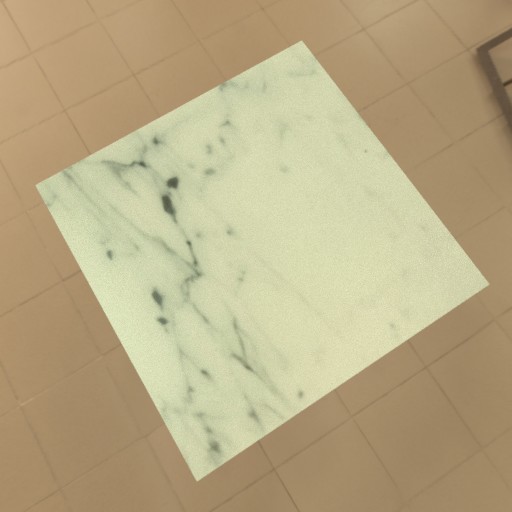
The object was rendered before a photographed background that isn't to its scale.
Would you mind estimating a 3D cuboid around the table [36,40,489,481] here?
[{"bbox_3d":[0.000,0.000,1.294,0.800,0.450,0.800,-31,78,-8],"label":"table"}]
